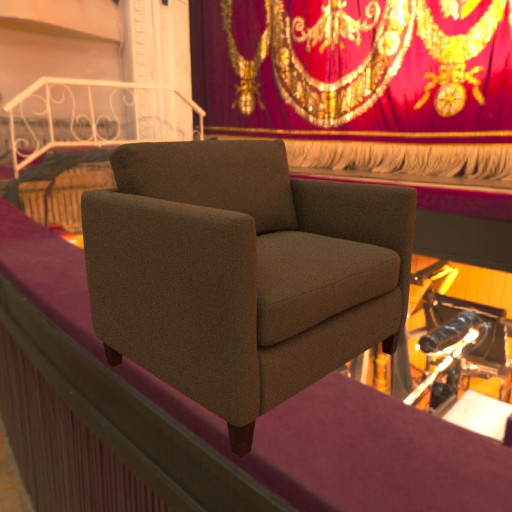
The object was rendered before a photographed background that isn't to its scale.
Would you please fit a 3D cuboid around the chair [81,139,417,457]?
[{"bbox_3d":[0.000,0.000,1.888,0.959,0.963,1.107,14,20,43],"label":"chair"}]
